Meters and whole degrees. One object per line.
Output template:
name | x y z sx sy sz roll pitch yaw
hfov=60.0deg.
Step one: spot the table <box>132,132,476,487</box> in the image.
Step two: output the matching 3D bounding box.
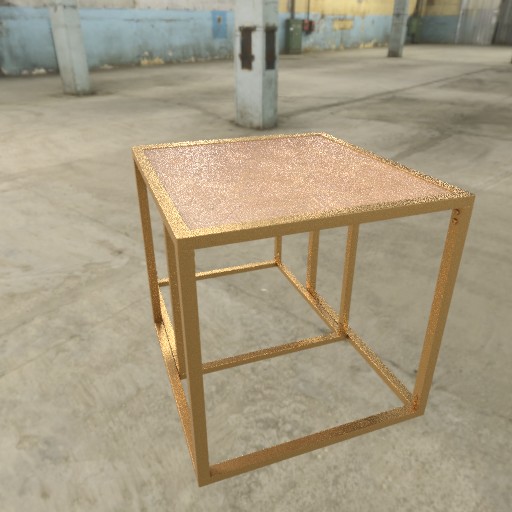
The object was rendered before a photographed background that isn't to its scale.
table | 0.000 0.000 1.094 0.505 0.505 0.762 -10 29 -18
